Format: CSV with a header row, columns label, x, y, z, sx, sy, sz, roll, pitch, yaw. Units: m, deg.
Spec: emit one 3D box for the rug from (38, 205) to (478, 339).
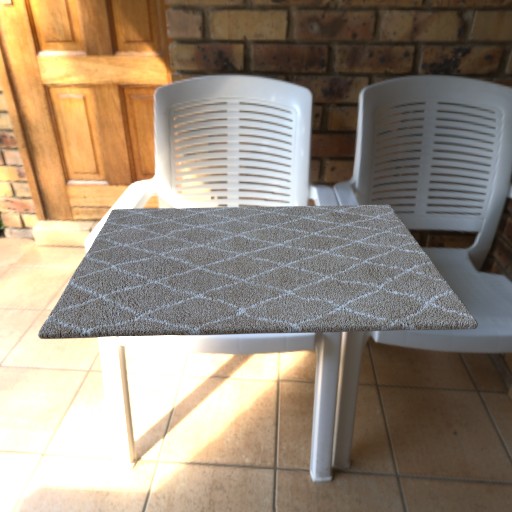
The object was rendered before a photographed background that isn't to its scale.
label,x,y,z,sx,sy,sz,roll,pitch,yaw
rug,0.000,0.000,2.307,1.778,0.030,1.219,-1,30,-2
